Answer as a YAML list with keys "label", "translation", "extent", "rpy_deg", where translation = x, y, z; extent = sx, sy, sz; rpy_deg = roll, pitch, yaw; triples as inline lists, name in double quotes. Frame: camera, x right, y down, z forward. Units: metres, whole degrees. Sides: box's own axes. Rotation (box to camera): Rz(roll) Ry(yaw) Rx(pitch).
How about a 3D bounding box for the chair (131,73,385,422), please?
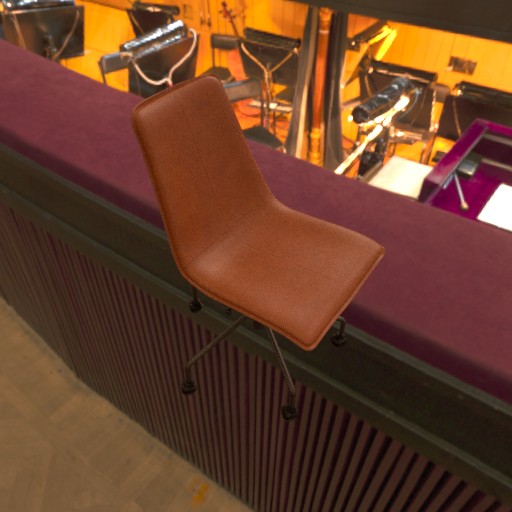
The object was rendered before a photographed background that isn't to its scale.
- label: "chair"
  translation: [0.000, 0.000, 1.382]
  extent: [0.660, 0.920, 0.651]
  rpy_deg: [26, 48, 25]
